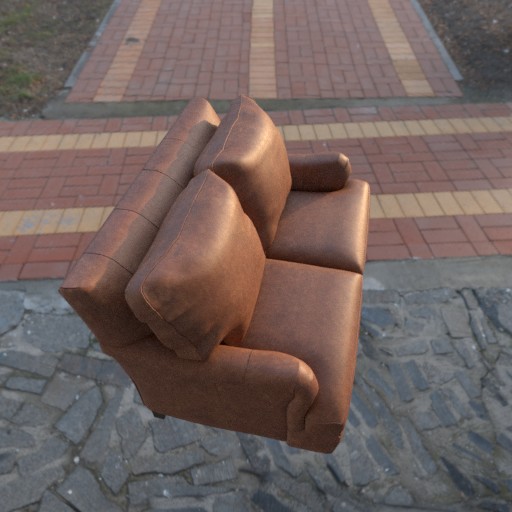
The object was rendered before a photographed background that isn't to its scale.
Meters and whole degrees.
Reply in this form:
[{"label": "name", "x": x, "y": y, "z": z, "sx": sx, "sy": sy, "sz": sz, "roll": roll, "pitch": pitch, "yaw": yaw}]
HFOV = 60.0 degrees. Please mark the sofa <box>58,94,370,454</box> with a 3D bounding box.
[{"label": "sofa", "x": 0.000, "y": 0.000, "z": 2.193, "sx": 1.077, "sy": 1.004, "sz": 1.527, "roll": 10, "pitch": 47, "yaw": 9}]
